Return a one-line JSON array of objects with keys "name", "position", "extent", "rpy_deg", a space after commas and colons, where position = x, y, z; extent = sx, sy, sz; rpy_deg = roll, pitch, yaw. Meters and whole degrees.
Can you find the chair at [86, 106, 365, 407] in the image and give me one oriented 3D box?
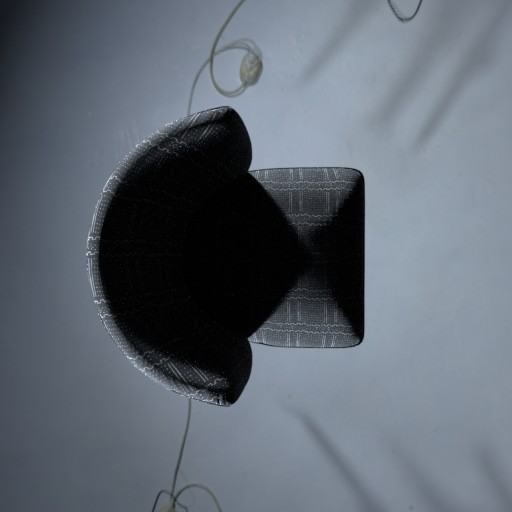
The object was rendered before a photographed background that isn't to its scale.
[{"name": "chair", "position": [0.000, 0.000, 1.430], "extent": [0.758, 0.866, 0.710], "rpy_deg": [0, 90, 2]}]
